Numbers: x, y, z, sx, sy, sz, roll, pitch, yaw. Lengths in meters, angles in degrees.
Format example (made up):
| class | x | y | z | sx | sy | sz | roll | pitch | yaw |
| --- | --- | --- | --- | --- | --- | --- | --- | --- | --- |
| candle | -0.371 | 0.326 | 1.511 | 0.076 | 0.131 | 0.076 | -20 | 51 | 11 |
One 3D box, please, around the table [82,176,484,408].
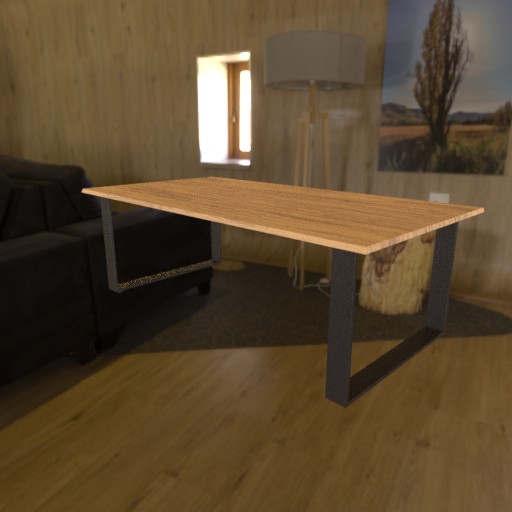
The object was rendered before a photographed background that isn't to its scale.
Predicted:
| class | x | y | z | sx | sy | sz | roll | pitch | yaw |
| --- | --- | --- | --- | --- | --- | --- | --- | --- | --- |
| table | 0.000 | 0.000 | 1.662 | 1.331 | 0.445 | 0.693 | 15 | 22 | 43 |
